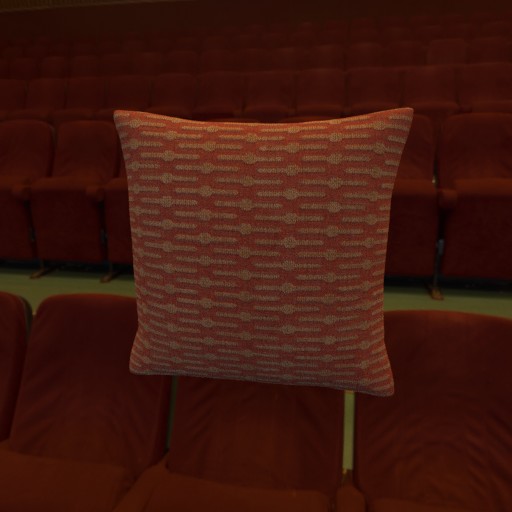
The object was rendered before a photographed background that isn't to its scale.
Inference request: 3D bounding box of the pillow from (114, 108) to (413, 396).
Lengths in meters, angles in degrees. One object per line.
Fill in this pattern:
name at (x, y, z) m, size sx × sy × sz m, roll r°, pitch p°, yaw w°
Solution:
pillow at (0.000, 0.000, 0.794) m, size 0.511 × 0.503 × 0.182 m, roll 2°, pitch 14°, yaw 9°
